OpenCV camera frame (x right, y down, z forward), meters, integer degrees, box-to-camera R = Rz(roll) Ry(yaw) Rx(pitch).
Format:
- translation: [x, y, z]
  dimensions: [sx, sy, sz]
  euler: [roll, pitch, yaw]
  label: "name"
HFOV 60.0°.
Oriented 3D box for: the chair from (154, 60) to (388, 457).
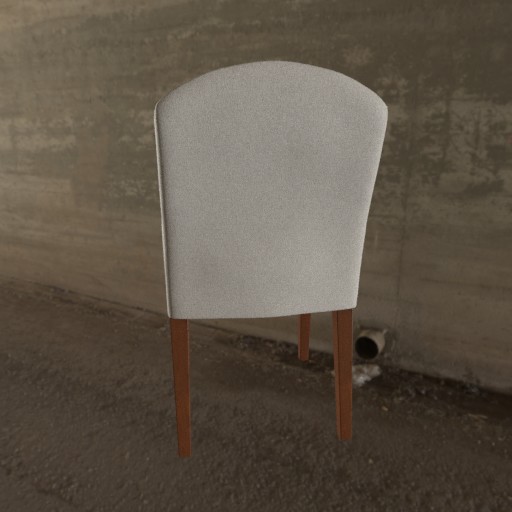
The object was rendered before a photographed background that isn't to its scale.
- translation: [0.000, 0.000, 1.195]
  dimensions: [0.472, 0.893, 0.540]
  euler: [-2, 15, -9]
  label: "chair"
